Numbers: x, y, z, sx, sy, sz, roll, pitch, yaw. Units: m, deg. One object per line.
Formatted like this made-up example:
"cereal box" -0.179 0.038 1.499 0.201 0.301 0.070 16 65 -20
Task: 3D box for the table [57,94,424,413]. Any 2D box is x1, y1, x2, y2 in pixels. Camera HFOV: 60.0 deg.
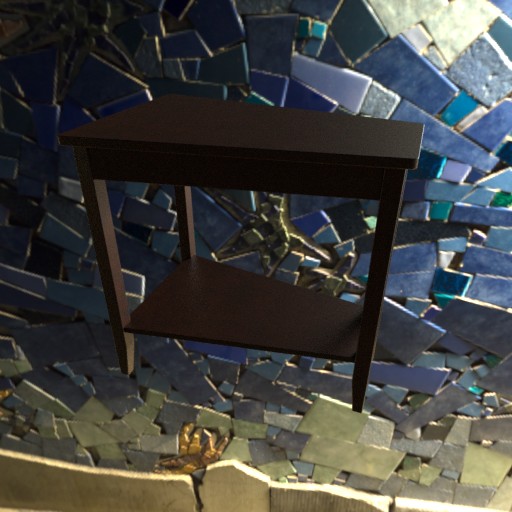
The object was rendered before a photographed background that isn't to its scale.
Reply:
"table" 0.000 0.000 0.997 0.605 0.589 0.399 11 32 17
